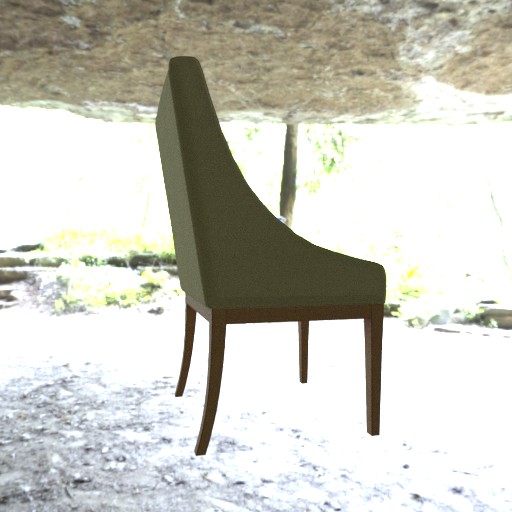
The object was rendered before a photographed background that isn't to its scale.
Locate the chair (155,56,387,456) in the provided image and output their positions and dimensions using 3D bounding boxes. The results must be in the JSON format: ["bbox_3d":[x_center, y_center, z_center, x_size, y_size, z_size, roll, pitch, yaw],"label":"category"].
[{"bbox_3d":[0.000,0.000,1.441,0.611,1.021,0.575,0,1,-17],"label":"chair"}]
